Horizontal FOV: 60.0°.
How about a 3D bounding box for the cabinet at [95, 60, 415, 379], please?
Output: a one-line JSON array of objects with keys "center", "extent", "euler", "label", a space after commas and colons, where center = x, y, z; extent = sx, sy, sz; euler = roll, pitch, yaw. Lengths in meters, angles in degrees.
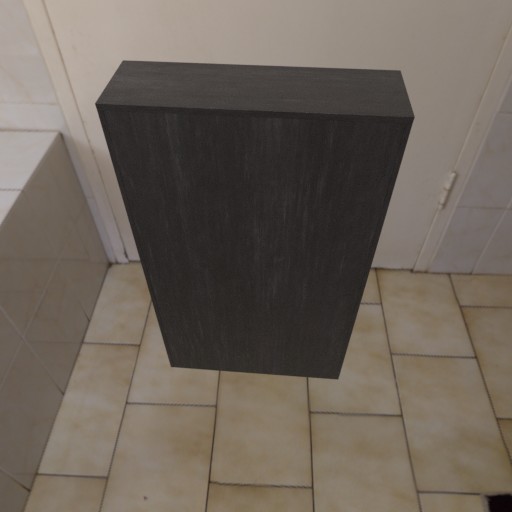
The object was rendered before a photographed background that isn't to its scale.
[{"center": [0.000, 0.000, 1.591], "extent": [0.750, 1.280, 0.250], "euler": [3, 48, 3], "label": "cabinet"}]
